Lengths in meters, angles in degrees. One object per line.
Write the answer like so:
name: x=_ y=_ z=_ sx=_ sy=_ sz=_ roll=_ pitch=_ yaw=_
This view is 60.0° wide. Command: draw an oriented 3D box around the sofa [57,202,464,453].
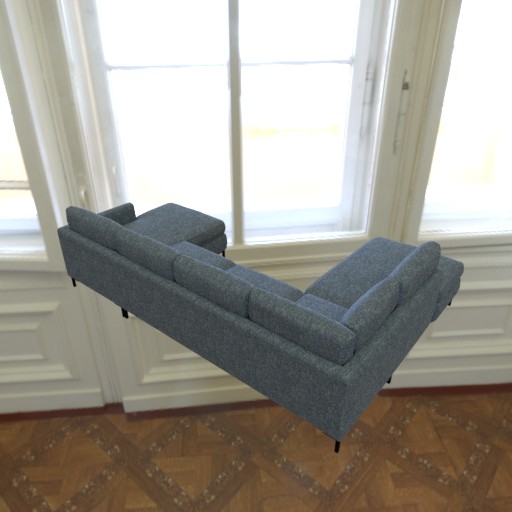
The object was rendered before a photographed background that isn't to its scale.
sofa: x=0.000 y=0.000 z=3.595 sx=2.737 sy=0.756 sz=1.879 roll=22 pitch=36 yaw=33
